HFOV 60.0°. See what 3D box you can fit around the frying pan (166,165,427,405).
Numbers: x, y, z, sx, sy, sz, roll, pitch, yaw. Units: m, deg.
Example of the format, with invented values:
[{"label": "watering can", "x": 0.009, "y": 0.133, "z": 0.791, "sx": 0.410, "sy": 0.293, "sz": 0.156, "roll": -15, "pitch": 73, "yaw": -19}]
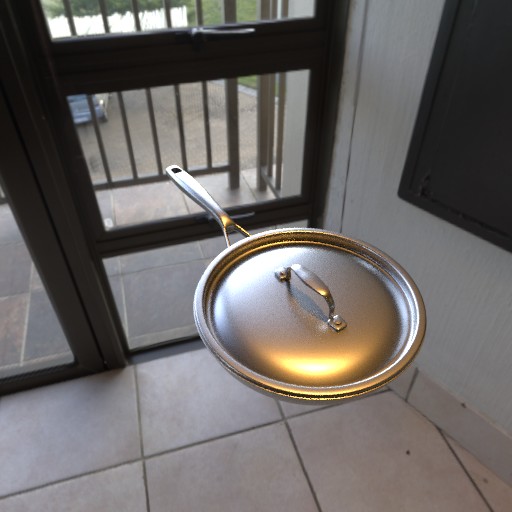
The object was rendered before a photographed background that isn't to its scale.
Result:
[{"label": "frying pan", "x": 0.000, "y": 0.000, "z": 0.604, "sx": 0.272, "sy": 0.086, "sz": 0.490, "roll": -24, "pitch": 46, "yaw": -26}]
